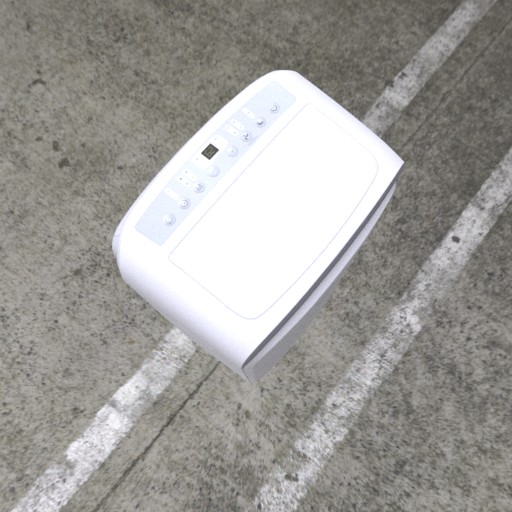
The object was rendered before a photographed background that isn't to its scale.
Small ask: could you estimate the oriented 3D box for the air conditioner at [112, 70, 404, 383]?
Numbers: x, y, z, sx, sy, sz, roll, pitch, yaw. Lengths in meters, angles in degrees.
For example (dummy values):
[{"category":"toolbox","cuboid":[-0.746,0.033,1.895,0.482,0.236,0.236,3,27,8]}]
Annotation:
[{"category":"air conditioner","cuboid":[0.000,0.000,0.948,0.365,0.700,0.454,38,78,10]}]
